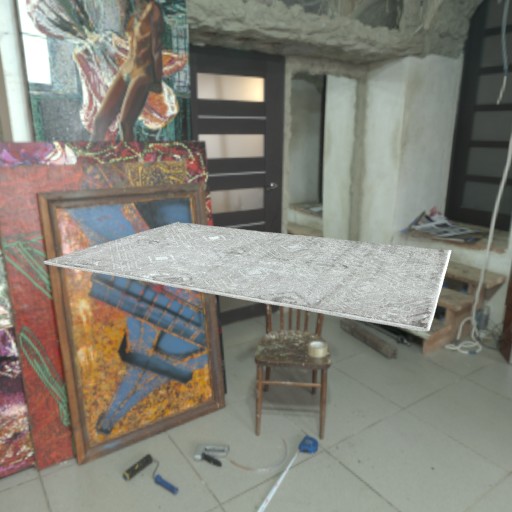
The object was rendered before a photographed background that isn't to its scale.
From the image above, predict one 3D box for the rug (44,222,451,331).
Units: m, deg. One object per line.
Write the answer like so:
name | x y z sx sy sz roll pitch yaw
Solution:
rug | 0.000 0.000 3.117 2.447 0.036 1.537 7 17 25
